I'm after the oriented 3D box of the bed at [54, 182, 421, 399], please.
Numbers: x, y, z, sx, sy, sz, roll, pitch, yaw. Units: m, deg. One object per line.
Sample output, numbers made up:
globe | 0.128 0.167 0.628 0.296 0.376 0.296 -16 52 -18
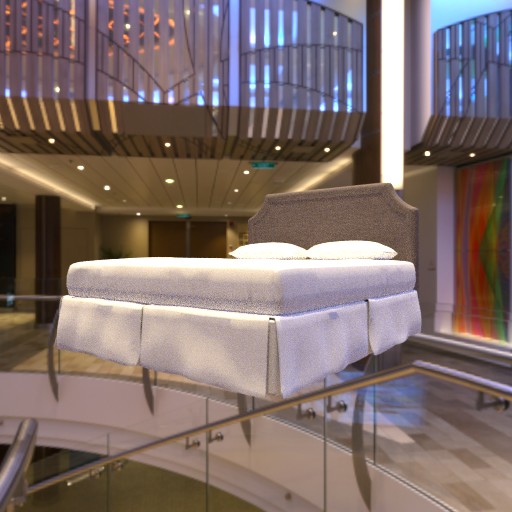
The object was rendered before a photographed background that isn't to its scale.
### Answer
bed | 0.000 0.000 4.168 2.350 1.590 2.773 0 0 37
